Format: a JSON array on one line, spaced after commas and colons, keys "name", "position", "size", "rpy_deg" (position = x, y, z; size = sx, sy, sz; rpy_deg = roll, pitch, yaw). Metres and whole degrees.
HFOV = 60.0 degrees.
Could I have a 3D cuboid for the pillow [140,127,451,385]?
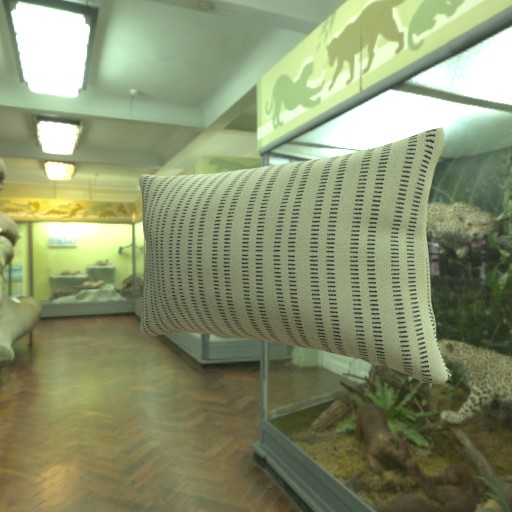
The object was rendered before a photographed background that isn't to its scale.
[{"name": "pillow", "position": [0.000, 0.000, 0.783], "size": [0.640, 0.353, 0.210], "rpy_deg": [0, 0, 36]}]
